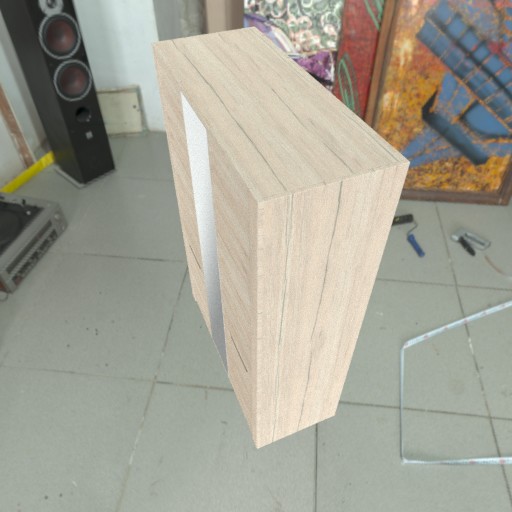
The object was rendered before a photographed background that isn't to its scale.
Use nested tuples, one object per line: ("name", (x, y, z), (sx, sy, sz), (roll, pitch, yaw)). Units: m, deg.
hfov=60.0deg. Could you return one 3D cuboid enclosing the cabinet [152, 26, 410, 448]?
("cabinet", (0.000, 0.000, 2.665), (0.580, 2.070, 1.400), (-17, 49, -16))
